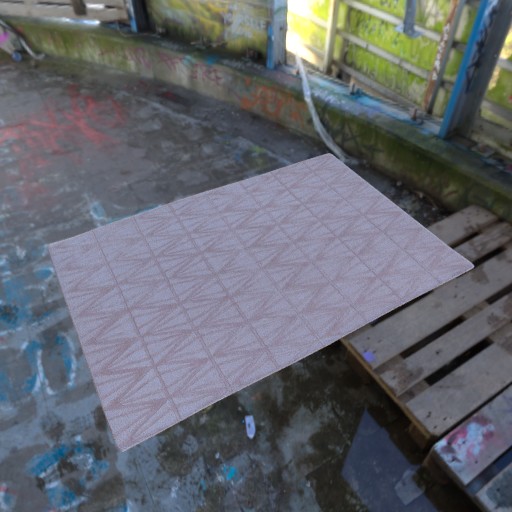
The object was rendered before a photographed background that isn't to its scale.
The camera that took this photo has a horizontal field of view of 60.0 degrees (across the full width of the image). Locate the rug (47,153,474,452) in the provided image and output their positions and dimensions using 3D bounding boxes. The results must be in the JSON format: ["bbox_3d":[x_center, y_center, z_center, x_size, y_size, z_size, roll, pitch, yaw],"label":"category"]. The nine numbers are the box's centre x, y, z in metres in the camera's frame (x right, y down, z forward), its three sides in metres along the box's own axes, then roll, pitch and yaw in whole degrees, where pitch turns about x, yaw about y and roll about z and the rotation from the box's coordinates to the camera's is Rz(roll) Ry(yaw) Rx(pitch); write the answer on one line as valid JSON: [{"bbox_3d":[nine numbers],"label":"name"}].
[{"bbox_3d":[0.000,0.000,2.274,1.837,0.025,1.230,-22,49,-21],"label":"rug"}]
